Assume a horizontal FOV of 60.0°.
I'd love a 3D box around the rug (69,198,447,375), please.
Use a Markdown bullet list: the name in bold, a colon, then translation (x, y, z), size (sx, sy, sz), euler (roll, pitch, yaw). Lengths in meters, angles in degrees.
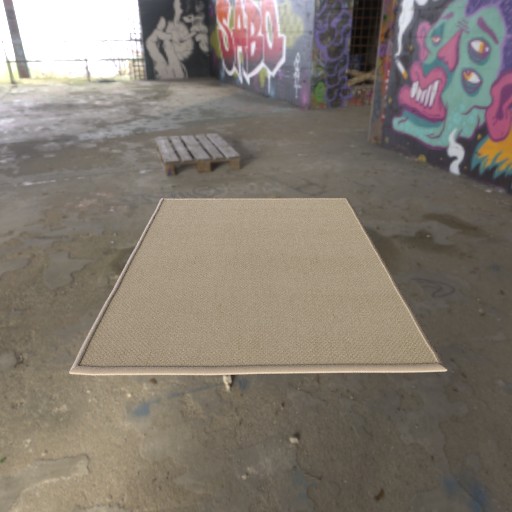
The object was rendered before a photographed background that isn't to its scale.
- **rug**: translation (0.000, 0.000, 2.691), size (1.525, 0.020, 2.081), euler (0, 27, -1)
